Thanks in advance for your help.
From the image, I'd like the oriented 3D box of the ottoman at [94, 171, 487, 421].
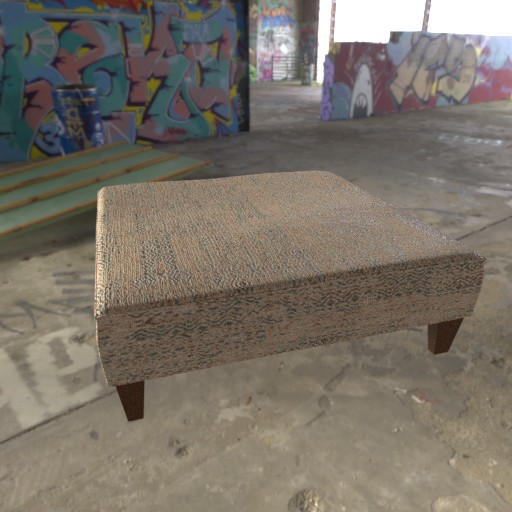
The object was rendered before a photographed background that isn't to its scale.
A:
[{"bbox_3d":[0.000,0.000,1.512,1.004,0.356,0.968,-7,26,-16],"label":"ottoman"}]
